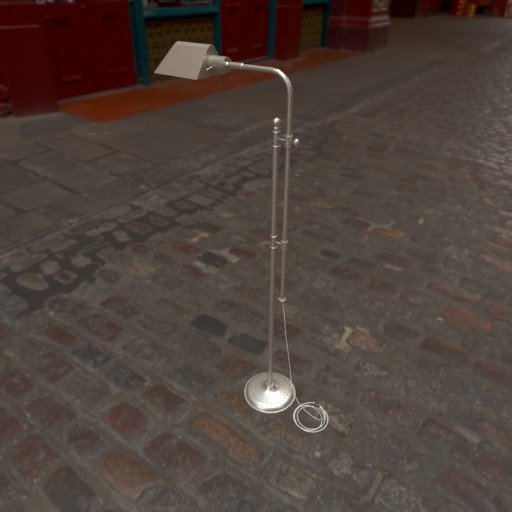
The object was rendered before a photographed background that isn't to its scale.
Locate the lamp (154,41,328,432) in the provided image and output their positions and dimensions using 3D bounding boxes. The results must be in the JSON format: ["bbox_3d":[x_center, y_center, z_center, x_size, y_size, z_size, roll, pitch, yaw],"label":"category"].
[{"bbox_3d":[0.000,0.000,1.845,0.813,1.571,0.256,22,38,30],"label":"lamp"}]
